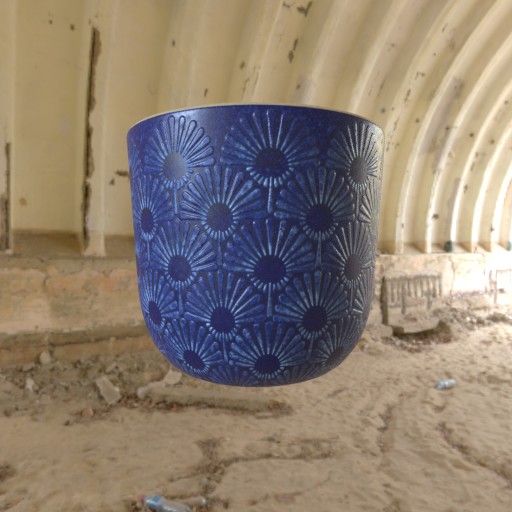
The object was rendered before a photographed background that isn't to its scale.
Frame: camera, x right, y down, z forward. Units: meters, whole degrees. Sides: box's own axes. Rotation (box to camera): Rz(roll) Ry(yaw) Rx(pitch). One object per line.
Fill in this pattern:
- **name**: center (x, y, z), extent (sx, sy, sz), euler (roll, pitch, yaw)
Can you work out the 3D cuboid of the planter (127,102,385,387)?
- **planter**: center (0.000, 0.000, 0.370), extent (0.206, 0.190, 0.206), euler (0, 1, 0)
